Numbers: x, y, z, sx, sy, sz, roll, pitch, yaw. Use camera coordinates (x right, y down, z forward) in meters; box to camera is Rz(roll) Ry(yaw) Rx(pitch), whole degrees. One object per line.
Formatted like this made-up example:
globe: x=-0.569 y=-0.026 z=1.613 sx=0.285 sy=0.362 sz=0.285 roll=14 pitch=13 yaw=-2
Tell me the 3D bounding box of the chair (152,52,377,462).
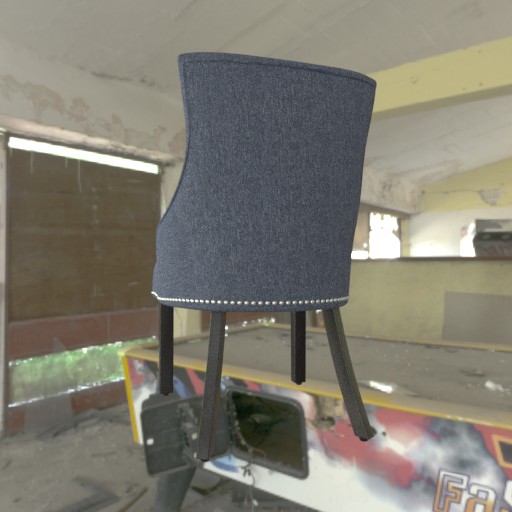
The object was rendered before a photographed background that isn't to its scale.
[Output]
chair: x=0.000 y=0.000 z=1.289 sx=0.566 sy=0.909 sz=0.629 roll=0 pitch=-1 yaw=-16
